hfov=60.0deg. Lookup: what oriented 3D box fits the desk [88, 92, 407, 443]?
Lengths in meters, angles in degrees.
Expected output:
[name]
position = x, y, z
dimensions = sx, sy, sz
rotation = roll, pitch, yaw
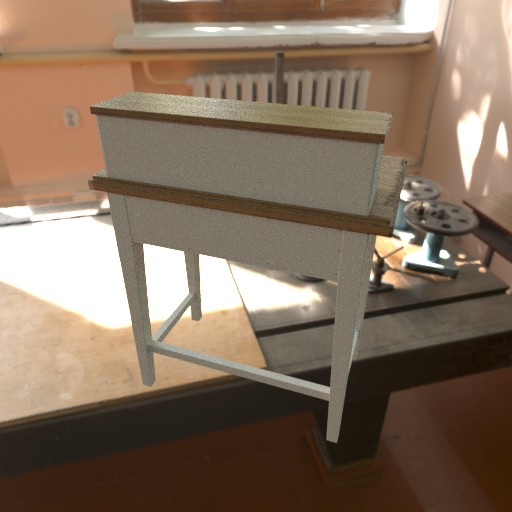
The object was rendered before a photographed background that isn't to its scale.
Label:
[desk]
position = 0.000, 0.000, 1.433
dimensions = 0.814, 0.981, 0.462
rotation = 11, 33, 17
